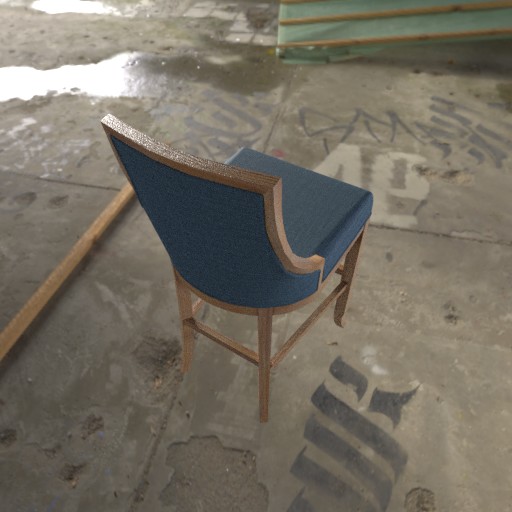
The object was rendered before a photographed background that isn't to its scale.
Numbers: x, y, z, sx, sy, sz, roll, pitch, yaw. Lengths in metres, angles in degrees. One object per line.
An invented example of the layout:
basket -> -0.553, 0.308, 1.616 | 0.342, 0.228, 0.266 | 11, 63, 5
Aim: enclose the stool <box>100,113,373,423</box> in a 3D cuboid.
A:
stool -> 0.000, 0.000, 1.430 | 0.524, 1.101, 0.626 | 25, 51, 22
